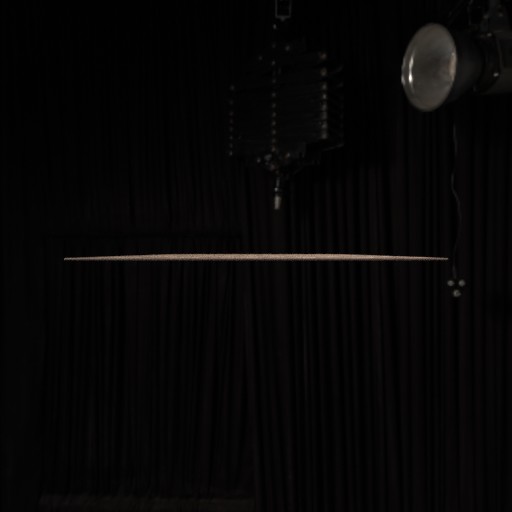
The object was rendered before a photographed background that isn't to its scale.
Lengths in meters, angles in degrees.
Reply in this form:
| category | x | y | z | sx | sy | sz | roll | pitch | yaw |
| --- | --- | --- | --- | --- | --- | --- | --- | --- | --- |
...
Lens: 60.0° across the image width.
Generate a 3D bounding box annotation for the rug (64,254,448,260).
| category | x | y | z | sx | sy | sz | roll | pitch | yaw |
| --- | --- | --- | --- | --- | --- | --- | --- | --- | --- |
| rug | 0.000 | 0.000 | 4.379 | 2.382 | 0.018 | 3.294 | 0 | 1 | 0 |
